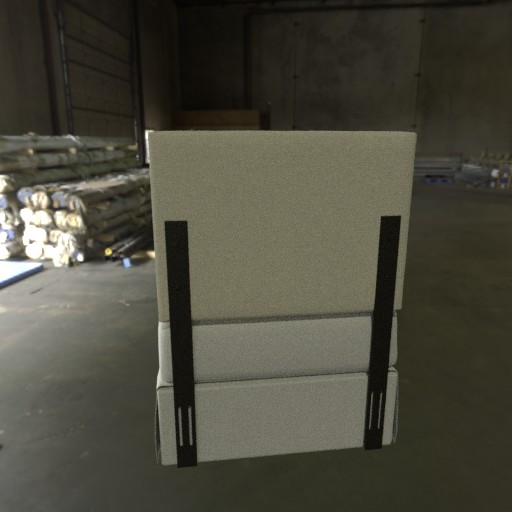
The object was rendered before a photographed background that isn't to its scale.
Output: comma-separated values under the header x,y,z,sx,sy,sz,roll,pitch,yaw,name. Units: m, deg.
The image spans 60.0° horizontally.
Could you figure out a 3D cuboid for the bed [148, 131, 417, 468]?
x,y,z,sx,sy,sz,roll,pitch,yaw,name
0.000,0.000,2.954,1.261,1.571,1.997,-2,15,-7,bed
